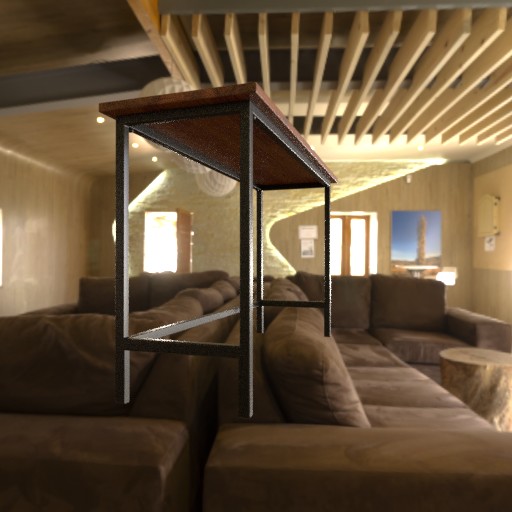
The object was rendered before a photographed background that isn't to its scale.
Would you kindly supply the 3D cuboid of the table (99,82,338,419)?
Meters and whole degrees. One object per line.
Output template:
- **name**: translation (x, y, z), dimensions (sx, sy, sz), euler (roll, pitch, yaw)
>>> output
- **table**: translation (0.000, 0.000, 1.585), dimensions (0.408, 0.740, 1.204), euler (0, 0, 19)
